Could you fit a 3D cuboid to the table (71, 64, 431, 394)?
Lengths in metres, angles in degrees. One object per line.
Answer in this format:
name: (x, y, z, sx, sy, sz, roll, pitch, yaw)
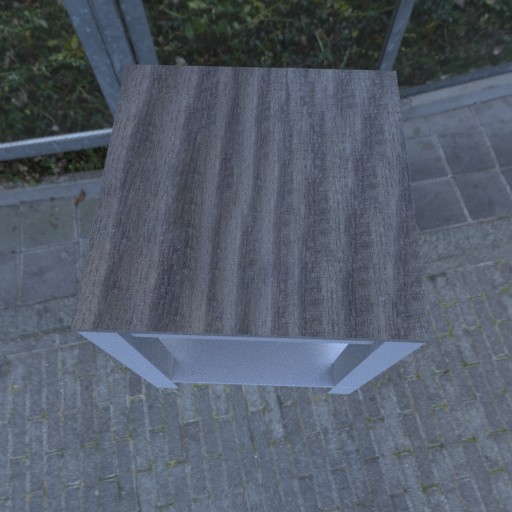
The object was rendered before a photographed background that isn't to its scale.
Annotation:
table: (0.000, 0.000, 0.990, 0.504, 0.587, 0.506, 2, 66, 1)
